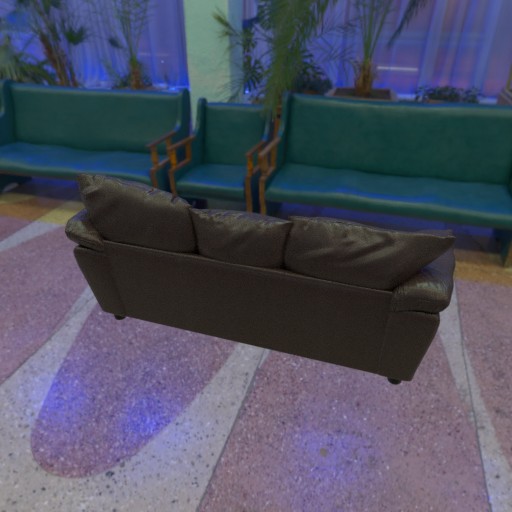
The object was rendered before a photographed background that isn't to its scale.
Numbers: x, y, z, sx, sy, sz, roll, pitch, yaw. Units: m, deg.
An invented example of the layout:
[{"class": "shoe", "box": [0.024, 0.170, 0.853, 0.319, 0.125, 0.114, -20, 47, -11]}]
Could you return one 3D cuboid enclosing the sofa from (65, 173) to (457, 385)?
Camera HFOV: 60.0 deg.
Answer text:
[{"class": "sofa", "box": [0.000, 0.000, 2.911, 2.390, 1.091, 0.907, 10, 33, 15]}]
